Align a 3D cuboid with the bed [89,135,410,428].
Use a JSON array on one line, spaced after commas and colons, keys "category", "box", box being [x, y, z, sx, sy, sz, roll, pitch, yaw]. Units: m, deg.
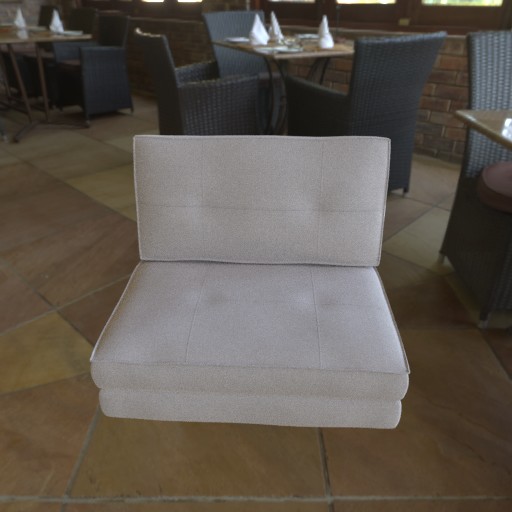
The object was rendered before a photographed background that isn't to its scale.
[{"category": "bed", "box": [0.000, 0.000, 1.316, 0.799, 0.614, 0.749, 1, 31, 2]}]
